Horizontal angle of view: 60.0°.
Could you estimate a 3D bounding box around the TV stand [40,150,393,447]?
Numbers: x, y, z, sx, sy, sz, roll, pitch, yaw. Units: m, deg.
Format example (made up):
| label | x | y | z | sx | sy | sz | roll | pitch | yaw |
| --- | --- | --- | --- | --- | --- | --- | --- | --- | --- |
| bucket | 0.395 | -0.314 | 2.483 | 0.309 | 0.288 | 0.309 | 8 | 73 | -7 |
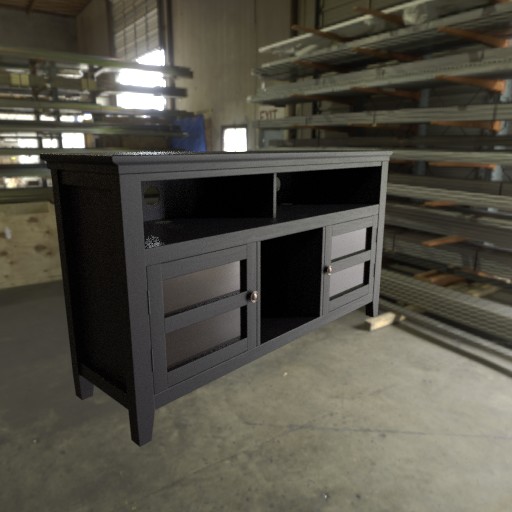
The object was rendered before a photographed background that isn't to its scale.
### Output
| label | x | y | z | sx | sy | sz | roll | pitch | yaw |
| --- | --- | --- | --- | --- | --- | --- | --- | --- | --- |
| TV stand | 0.000 | 0.000 | 1.487 | 0.347 | 0.681 | 1.198 | 13 | 19 | 41 |
